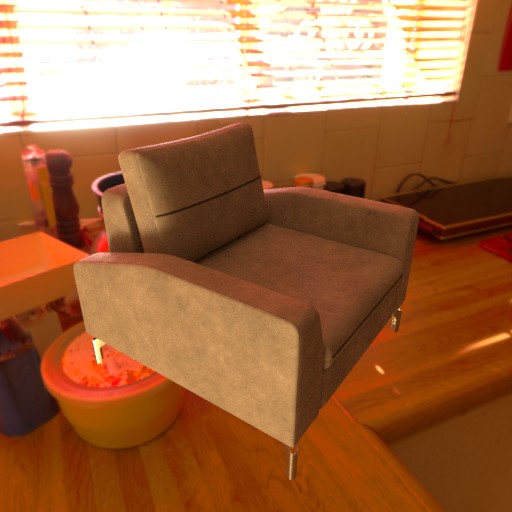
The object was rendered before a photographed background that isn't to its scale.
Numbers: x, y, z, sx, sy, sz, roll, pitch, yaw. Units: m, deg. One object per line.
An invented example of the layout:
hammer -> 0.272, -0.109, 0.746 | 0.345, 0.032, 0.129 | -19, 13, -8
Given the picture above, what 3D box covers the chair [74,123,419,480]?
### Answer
chair -> 0.000, 0.000, 1.590 | 0.900, 0.800, 0.900 | 18, 32, 31
